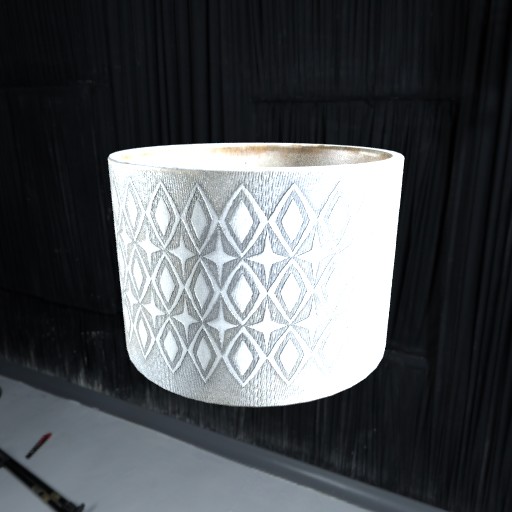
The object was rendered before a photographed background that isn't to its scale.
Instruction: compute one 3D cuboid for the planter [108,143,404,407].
[{"bbox_3d":[0.000,0.000,0.314,0.186,0.144,0.186,0,18,0],"label":"planter"}]
